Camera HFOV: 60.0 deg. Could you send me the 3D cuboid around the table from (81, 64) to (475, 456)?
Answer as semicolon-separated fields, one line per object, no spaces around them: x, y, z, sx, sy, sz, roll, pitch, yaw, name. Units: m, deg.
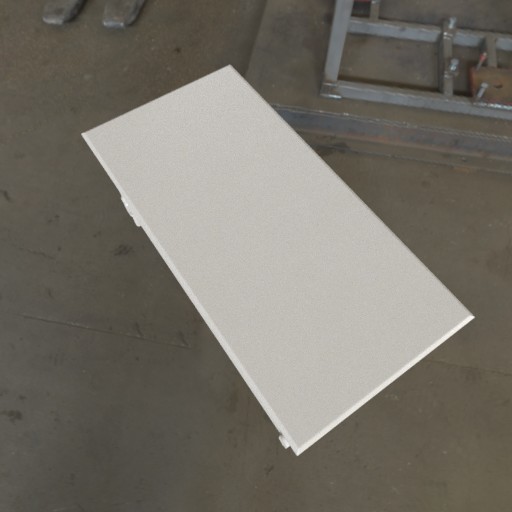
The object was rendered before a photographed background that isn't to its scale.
0.000;0.000;1.454;0.551;0.506;1.109;-32;67;-15;table
